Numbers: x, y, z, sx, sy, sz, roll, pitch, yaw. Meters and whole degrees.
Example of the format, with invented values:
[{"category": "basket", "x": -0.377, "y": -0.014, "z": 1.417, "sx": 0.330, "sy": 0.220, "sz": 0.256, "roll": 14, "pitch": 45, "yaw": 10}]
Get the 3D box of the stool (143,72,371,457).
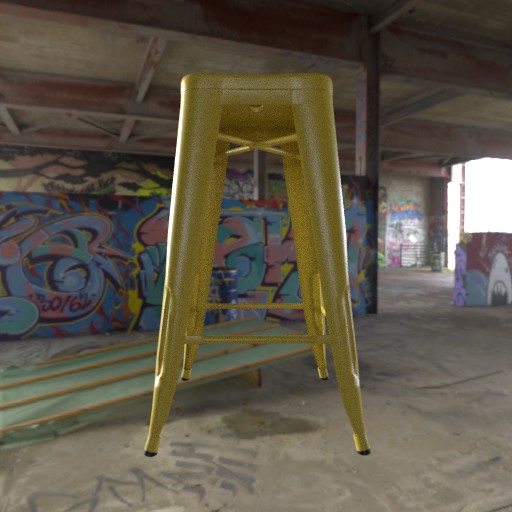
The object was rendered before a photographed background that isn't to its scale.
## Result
[{"category": "stool", "x": 0.000, "y": 0.000, "z": 0.871, "sx": 0.359, "sy": 0.609, "sz": 0.399, "roll": 0, "pitch": 2, "yaw": -1}]
